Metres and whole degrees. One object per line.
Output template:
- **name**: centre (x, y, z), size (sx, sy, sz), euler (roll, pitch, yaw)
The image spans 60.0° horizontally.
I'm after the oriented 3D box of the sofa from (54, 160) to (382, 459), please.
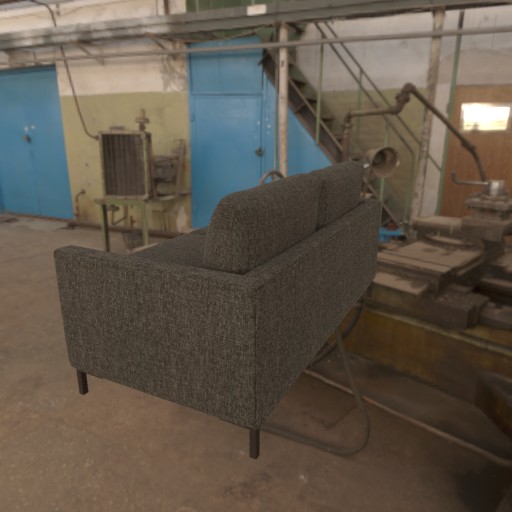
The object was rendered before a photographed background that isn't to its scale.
- **sofa**: centre (0.000, 0.000, 2.224), size (0.866, 0.862, 1.716), euler (8, 19, 26)
